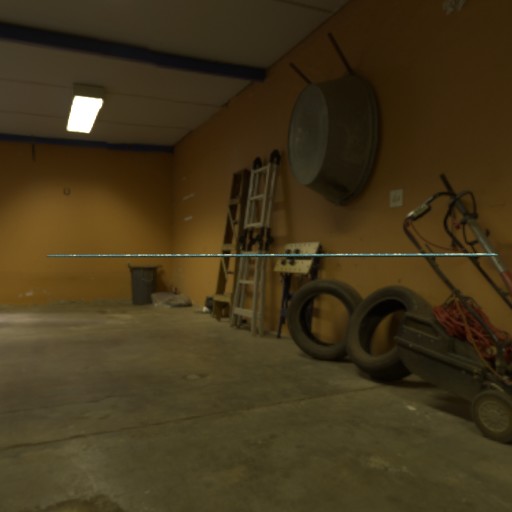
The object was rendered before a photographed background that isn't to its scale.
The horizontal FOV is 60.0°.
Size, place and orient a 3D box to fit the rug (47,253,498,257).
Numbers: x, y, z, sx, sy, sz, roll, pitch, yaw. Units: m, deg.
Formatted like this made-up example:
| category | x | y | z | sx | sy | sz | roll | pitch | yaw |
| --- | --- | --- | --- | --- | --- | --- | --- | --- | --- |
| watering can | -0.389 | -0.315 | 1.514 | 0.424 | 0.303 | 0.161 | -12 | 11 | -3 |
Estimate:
| category | x | y | z | sx | sy | sz | roll | pitch | yaw |
| --- | --- | --- | --- | --- | --- | --- | --- | --- | --- |
| rug | 0.000 | 0.000 | 2.376 | 2.196 | 0.011 | 0.662 | 0 | 0 | 19 |
